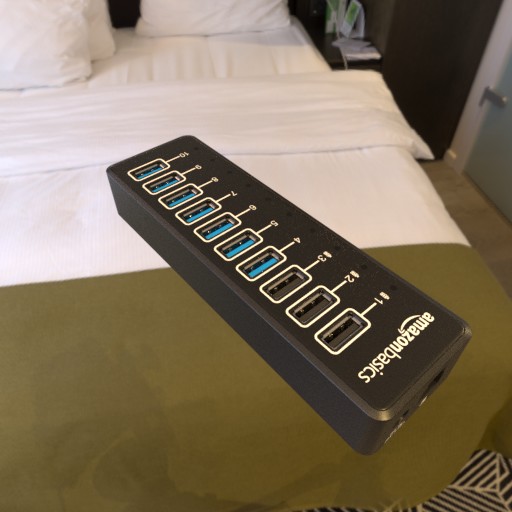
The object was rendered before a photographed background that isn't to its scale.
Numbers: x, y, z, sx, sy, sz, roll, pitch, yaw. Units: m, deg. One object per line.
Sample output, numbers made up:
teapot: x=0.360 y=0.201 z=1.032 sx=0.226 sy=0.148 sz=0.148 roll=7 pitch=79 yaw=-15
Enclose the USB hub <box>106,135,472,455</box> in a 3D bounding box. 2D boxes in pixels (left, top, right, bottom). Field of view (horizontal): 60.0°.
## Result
USB hub: x=0.000 y=0.000 z=0.163 sx=0.044 sy=0.023 sz=0.145 roll=-32 pitch=53 yaw=-27
